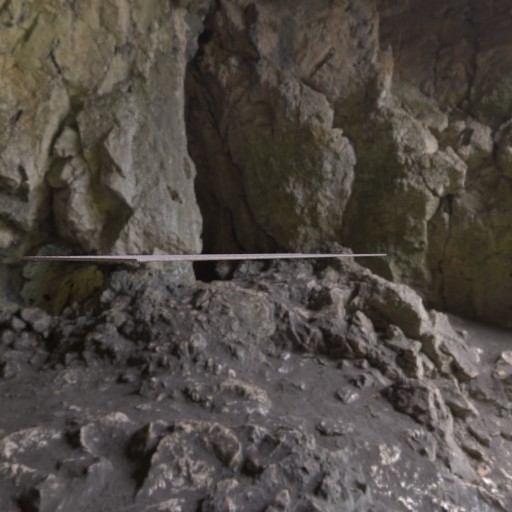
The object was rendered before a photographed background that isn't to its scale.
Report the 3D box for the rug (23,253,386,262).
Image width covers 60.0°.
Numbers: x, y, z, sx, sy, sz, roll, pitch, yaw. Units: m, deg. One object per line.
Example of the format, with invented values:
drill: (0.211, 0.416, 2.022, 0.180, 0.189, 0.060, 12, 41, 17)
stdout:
rug: (0.000, 0.000, 2.719, 0.775, 0.012, 2.452, 1, 1, 36)
